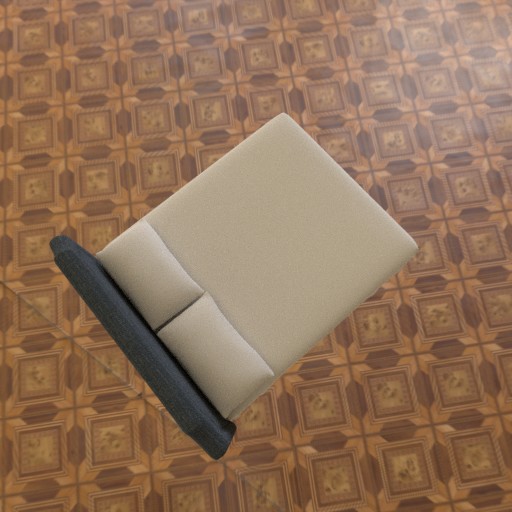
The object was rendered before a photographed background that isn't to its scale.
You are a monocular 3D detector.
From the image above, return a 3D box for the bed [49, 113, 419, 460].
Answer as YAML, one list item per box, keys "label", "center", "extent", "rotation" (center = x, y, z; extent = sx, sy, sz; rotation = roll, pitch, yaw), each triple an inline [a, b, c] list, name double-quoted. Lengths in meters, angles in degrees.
- label: "bed"
  center: [0.000, 0.000, 3.435]
  extent: [2.208, 1.297, 1.828]
  rotation: [-40, 78, -10]
